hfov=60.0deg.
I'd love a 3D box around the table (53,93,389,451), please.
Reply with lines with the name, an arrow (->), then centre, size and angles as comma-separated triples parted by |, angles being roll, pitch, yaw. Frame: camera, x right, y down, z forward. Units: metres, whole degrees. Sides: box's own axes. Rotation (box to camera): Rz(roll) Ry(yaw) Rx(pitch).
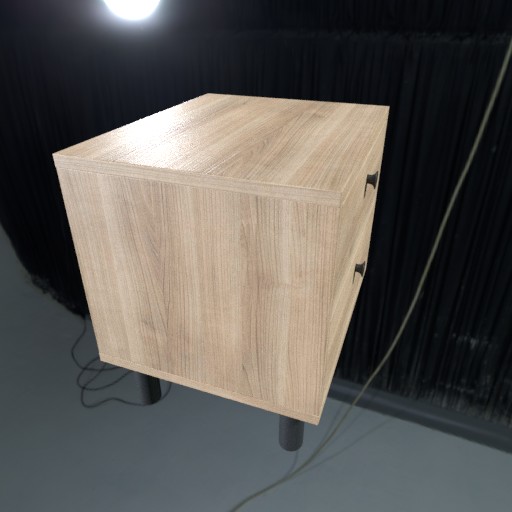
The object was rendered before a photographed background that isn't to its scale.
table -> 0.000, 0.000, 0.794 | 0.380, 0.460, 0.445 | 11, 32, 18
